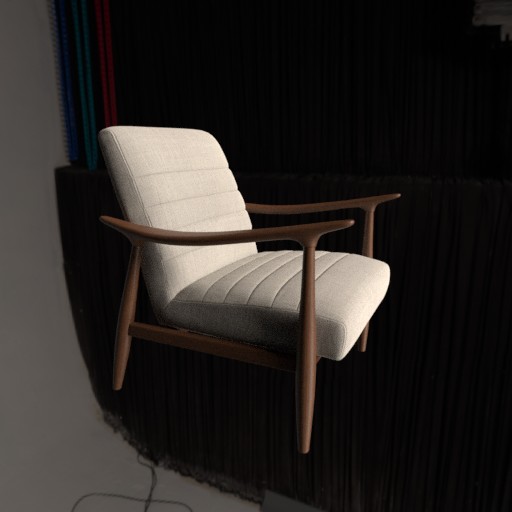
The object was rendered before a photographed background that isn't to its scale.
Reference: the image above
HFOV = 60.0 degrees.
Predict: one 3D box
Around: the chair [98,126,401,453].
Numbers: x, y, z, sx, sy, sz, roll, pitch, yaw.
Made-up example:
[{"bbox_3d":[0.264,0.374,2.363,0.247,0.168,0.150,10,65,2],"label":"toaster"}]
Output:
[{"bbox_3d":[0.000,0.000,1.464,0.798,0.832,0.741,6,15,25],"label":"chair"}]
